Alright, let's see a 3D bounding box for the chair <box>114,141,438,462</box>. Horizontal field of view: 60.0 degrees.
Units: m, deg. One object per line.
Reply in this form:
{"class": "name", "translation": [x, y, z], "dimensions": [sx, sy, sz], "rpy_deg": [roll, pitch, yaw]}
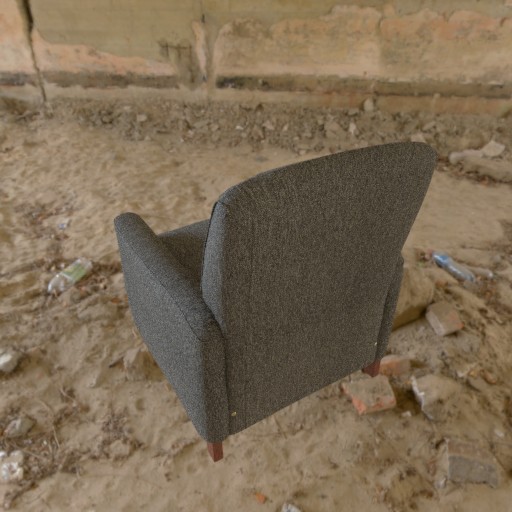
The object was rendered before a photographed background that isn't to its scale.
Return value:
{"class": "chair", "translation": [0.000, 0.000, 1.623], "dimensions": [0.848, 1.014, 0.864], "rpy_deg": [-18, 36, -26]}
